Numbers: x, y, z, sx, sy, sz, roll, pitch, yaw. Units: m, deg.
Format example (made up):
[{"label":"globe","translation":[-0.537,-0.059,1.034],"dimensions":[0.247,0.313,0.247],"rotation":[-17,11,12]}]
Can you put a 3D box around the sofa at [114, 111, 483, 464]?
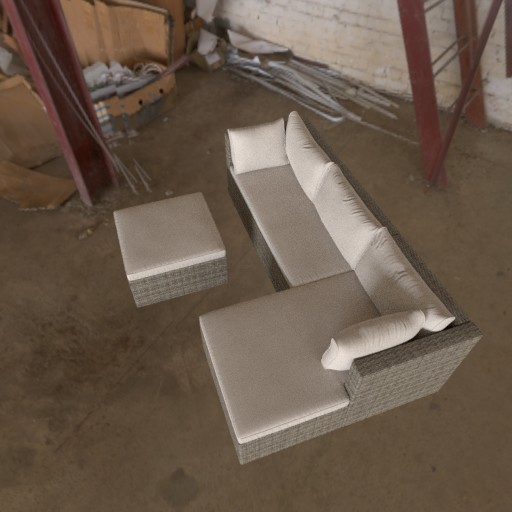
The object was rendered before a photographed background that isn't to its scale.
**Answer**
[{"label":"sofa","translation":[0.000,0.000,2.918],"dimensions":[1.662,0.766,2.192],"rotation":[-15,50,-13]}]
